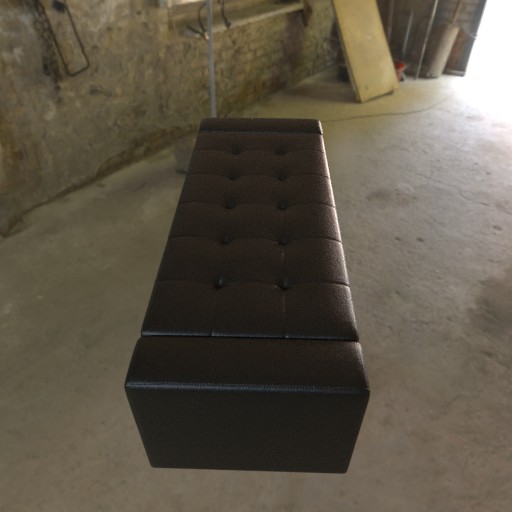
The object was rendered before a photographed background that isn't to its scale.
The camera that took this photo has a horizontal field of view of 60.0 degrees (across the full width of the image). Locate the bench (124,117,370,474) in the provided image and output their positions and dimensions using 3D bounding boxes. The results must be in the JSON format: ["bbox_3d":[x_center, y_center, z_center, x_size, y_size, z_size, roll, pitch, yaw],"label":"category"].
[{"bbox_3d":[0.000,0.000,1.504,0.508,0.445,1.296,1,41,1],"label":"bench"}]
